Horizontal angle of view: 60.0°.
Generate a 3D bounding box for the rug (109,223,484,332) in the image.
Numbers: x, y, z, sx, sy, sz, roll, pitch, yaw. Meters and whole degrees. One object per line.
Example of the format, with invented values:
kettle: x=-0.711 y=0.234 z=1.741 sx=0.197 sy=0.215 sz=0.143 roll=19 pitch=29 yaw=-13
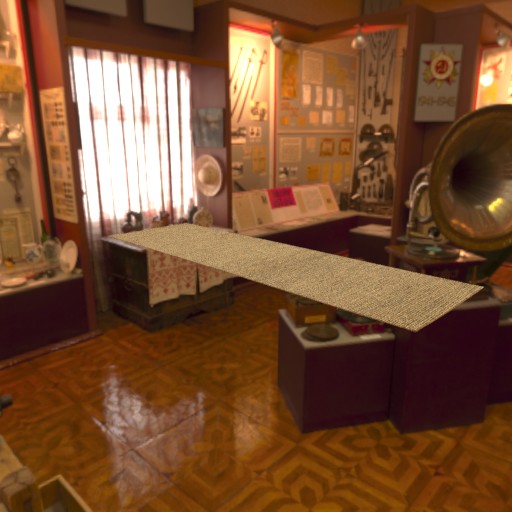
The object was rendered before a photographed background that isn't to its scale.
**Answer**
rug: x=0.000 y=0.000 z=2.632 sx=2.335 sy=0.013 sz=0.697 roll=14 pitch=20 yaw=43
